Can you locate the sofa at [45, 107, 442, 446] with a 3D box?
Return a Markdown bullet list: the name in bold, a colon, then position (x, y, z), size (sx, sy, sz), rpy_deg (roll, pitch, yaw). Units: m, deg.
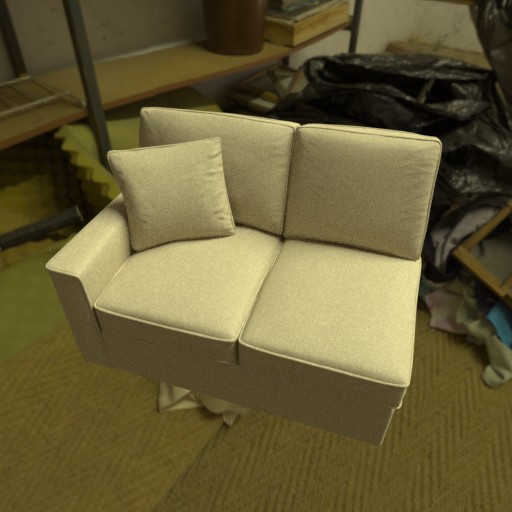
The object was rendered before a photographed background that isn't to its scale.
- **sofa**: position (0.000, 0.000, 1.950), size (1.388, 0.989, 0.991), rpy_deg (12, 41, 14)
